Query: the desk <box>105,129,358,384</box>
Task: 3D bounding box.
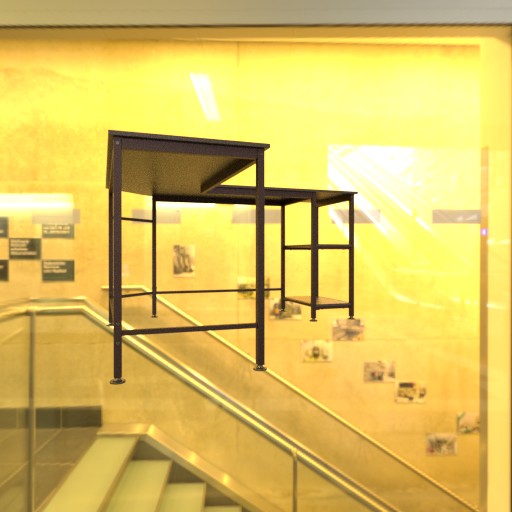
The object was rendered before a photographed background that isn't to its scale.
[{"bbox_3d":[0.000,0.000,2.156,1.379,0.739,1.379,0,0,-19],"label":"desk"}]
